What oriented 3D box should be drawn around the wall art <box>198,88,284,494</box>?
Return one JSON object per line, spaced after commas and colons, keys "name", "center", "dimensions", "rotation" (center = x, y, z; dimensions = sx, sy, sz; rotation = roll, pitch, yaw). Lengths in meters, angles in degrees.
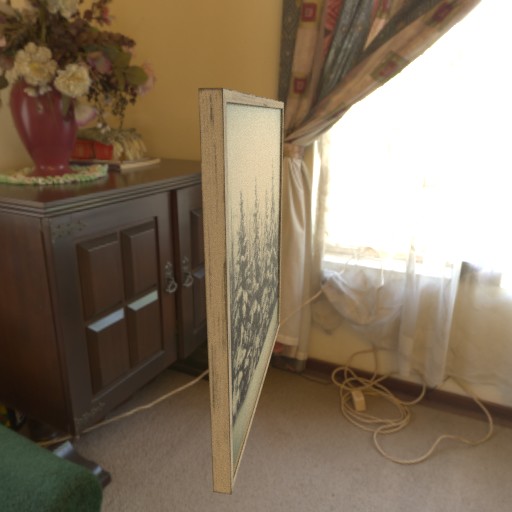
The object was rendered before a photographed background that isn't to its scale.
{"name": "wall art", "center": [0.000, 0.000, 1.129], "dimensions": [0.037, 0.761, 0.761], "rotation": [3, 18, 10]}
